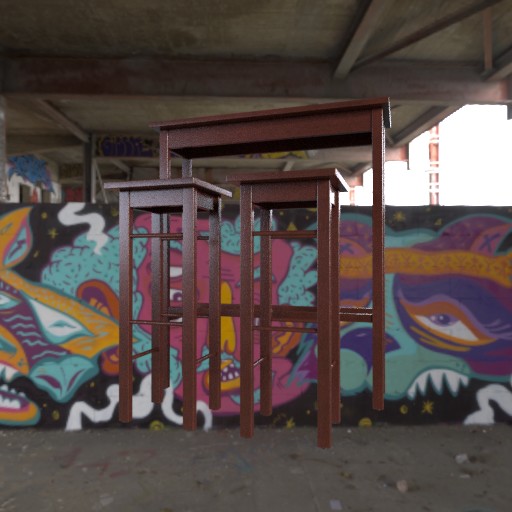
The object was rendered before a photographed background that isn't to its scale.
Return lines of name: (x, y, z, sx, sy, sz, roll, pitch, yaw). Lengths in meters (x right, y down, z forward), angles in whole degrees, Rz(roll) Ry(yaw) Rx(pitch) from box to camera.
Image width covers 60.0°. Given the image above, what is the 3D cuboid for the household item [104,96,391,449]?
household item: (0.000, 0.000, 1.587, 0.914, 1.067, 0.676, 0, -1, 18)
